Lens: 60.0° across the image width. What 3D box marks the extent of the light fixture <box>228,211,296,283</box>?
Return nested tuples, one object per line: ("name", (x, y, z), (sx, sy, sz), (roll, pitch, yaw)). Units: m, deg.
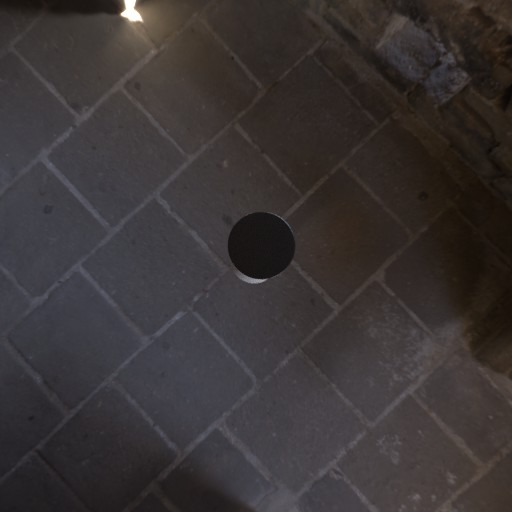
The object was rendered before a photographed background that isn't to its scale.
("light fixture", (0.000, 0.000, 2.054), (0.304, 1.867, 0.305), (0, 88, -1))
